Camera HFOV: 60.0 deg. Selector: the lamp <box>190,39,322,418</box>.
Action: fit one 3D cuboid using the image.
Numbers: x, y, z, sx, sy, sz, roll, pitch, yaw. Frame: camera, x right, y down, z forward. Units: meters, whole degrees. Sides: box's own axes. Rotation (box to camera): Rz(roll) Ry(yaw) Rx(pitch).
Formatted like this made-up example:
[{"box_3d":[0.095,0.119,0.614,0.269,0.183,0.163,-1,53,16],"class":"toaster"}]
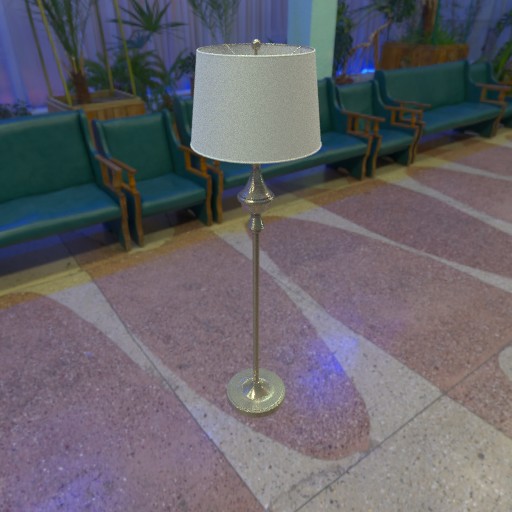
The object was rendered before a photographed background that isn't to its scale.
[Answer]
[{"box_3d":[0.000,0.000,1.688,0.431,1.488,0.431,0,30,0],"class":"lamp"}]
